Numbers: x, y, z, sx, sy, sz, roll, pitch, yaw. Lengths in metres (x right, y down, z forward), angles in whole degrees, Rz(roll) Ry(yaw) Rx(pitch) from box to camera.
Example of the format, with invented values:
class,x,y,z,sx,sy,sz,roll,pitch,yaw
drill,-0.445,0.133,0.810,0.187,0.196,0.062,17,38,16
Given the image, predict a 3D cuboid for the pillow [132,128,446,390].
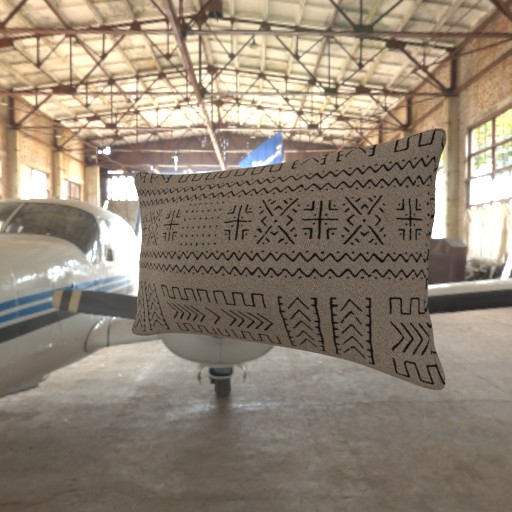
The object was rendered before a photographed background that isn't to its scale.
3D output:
class,x,y,z,sx,sy,sz,roll,pitch,yaw
pillow,0.000,0.000,0.780,0.637,0.352,0.188,1,1,36
